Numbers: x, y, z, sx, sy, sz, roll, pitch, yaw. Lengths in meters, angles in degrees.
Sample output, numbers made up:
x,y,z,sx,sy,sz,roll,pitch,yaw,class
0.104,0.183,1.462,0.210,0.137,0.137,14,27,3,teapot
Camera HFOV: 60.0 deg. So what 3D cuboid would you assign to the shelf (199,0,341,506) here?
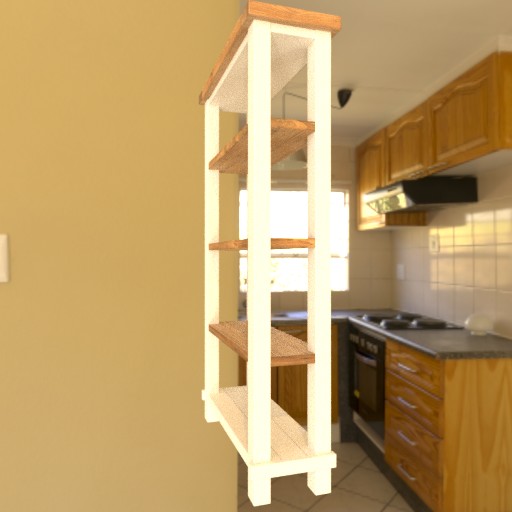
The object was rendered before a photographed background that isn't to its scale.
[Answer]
x,y,z,sx,sy,sz,roll,pitch,yaw,class
0.000,0.000,2.167,0.381,1.878,1.022,0,0,-18,shelf
